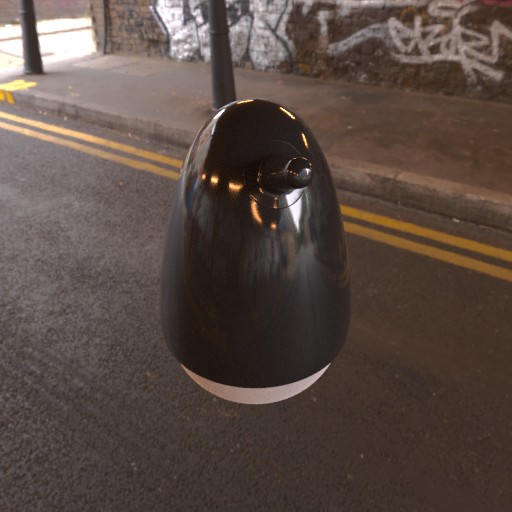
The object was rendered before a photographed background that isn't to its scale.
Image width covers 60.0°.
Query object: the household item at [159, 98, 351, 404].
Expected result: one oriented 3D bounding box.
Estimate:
[{"bbox_3d":[0.000,0.000,0.222,0.102,0.152,0.104,-10,34,-15],"label":"household item"}]
